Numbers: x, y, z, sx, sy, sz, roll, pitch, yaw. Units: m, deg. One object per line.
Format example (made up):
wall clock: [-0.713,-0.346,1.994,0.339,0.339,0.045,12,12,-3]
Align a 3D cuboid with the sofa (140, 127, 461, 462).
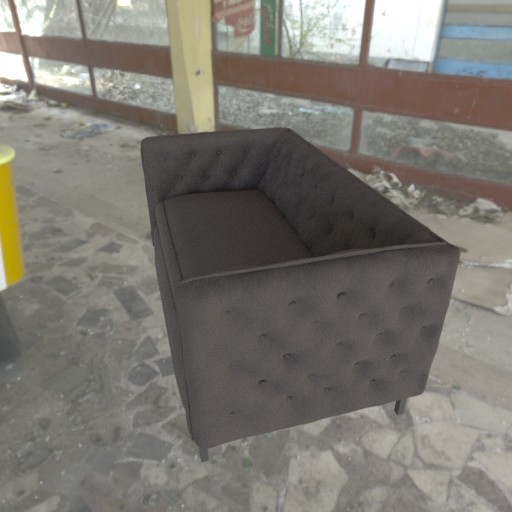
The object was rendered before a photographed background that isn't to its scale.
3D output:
sofa: [0.000,0.000,2.084,0.909,0.810,1.583,-8,31,-14]
